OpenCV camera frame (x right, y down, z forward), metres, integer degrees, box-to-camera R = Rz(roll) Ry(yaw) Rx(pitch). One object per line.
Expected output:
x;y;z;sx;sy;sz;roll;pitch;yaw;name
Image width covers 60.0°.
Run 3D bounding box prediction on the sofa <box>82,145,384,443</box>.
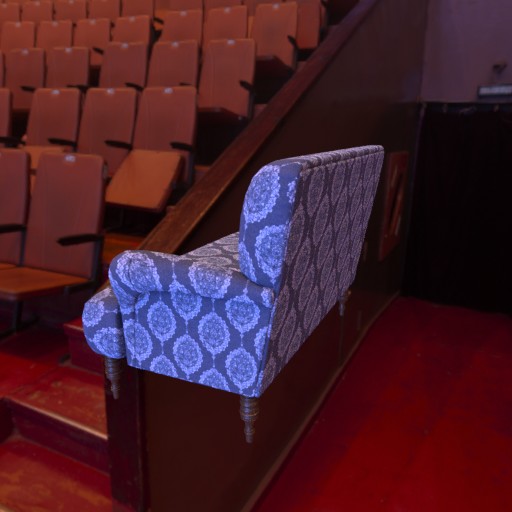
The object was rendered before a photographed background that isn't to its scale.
0.000;0.000;1.831;0.779;0.867;1.297;8;18;25;sofa
